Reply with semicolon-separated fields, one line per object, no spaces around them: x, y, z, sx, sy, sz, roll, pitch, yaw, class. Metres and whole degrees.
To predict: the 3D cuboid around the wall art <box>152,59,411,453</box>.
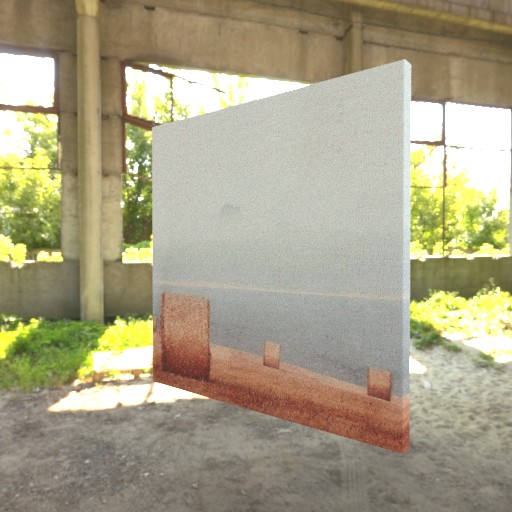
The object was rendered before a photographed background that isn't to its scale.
0.000;0.000;0.589;0.405;0.405;0.023;1;1;38;wall art
